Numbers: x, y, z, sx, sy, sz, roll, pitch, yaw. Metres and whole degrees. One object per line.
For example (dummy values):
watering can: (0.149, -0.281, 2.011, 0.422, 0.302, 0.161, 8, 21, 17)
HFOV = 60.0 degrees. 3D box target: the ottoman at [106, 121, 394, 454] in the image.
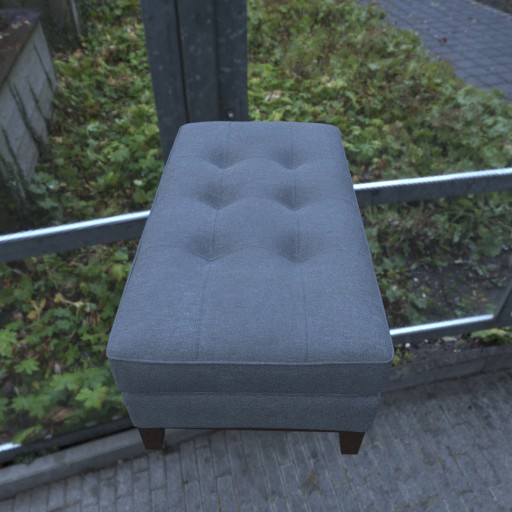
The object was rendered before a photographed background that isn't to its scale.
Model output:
ottoman: (0.000, 0.000, 1.479, 0.648, 0.514, 1.143, 1, 42, 1)
